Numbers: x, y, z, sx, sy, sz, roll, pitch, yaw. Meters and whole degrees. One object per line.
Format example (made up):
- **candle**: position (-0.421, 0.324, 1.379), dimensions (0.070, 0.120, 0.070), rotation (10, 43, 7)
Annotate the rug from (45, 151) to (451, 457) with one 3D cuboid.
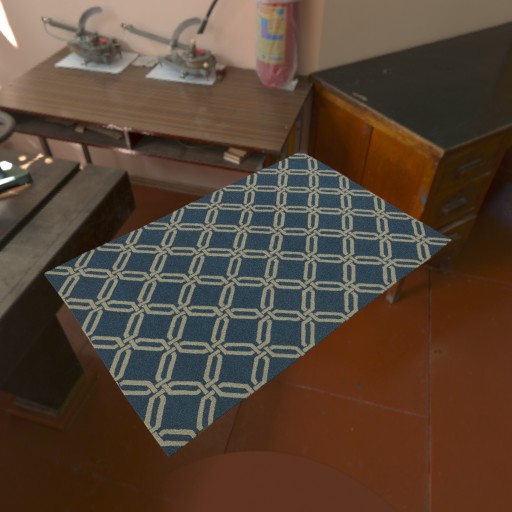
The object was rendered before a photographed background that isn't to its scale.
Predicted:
- **rug**: position (0.000, 0.000, 2.249), dimensions (1.755, 0.010, 1.153), rotation (-30, 52, -27)
